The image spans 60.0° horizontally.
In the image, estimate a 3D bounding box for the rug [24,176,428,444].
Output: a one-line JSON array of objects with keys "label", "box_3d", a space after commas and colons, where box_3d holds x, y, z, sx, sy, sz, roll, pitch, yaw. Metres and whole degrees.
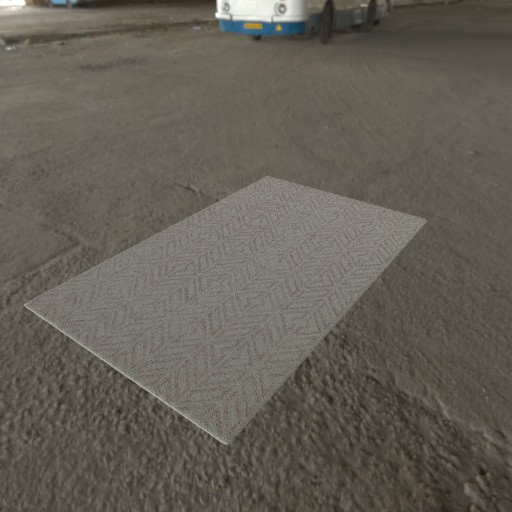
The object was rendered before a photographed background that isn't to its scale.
[{"label": "rug", "box_3d": [0.000, 0.000, 2.987, 1.523, 0.008, 2.438, 21, 38, 30]}]
